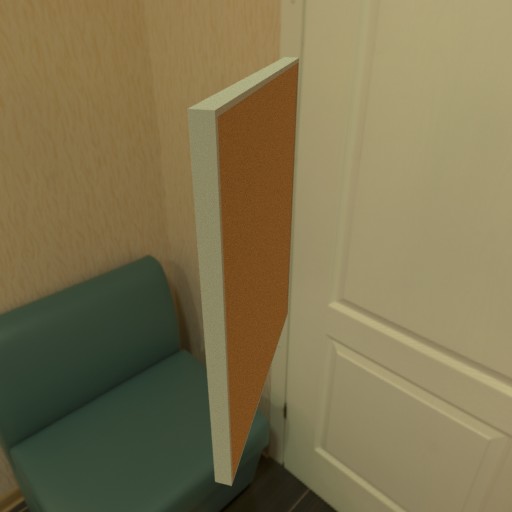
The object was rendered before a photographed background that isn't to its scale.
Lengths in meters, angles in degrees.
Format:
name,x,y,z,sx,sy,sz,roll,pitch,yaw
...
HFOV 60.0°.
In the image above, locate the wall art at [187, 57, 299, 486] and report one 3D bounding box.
name,x,y,z,sx,sy,sz,roll,pitch,yaw
wall art,0.000,0.000,1.001,0.055,0.763,0.611,7,31,13
